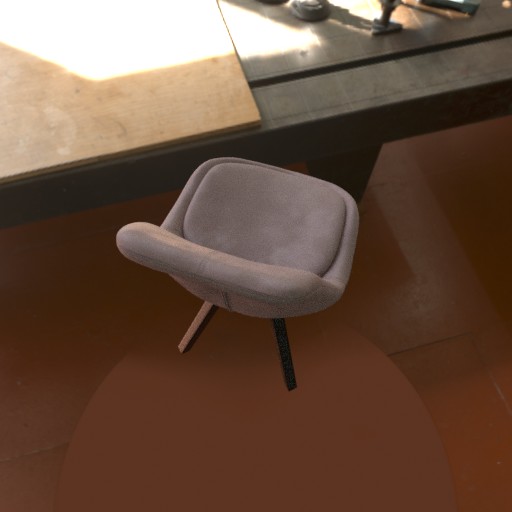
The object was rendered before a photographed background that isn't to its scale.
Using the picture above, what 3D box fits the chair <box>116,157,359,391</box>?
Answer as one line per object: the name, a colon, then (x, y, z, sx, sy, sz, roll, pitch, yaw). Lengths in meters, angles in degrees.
chair: (0.000, 0.000, 1.169, 0.483, 0.865, 0.547, 17, 64, 9)
